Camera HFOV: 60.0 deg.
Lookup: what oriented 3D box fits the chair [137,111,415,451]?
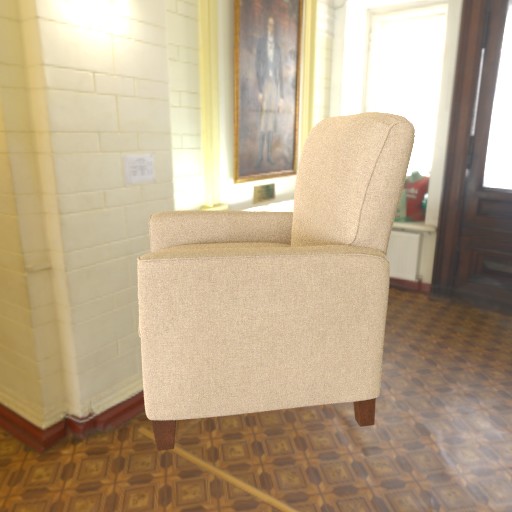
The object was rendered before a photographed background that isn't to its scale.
[{"bbox_3d":[0.000,0.000,1.669,0.859,1.023,0.845,-3,15,-10],"label":"chair"}]
